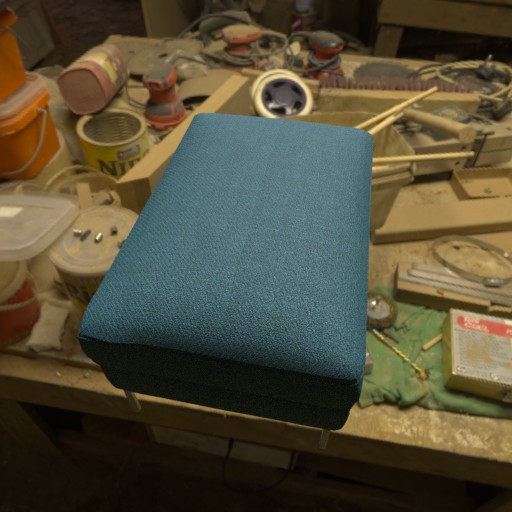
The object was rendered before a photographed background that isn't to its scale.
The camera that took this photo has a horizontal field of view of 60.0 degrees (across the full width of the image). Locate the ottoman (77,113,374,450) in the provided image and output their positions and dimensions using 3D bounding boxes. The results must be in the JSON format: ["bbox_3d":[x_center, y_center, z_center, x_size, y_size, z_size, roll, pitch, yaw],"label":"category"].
[{"bbox_3d":[0.000,0.000,1.209,0.563,0.498,0.856,8,48,8],"label":"ottoman"}]
